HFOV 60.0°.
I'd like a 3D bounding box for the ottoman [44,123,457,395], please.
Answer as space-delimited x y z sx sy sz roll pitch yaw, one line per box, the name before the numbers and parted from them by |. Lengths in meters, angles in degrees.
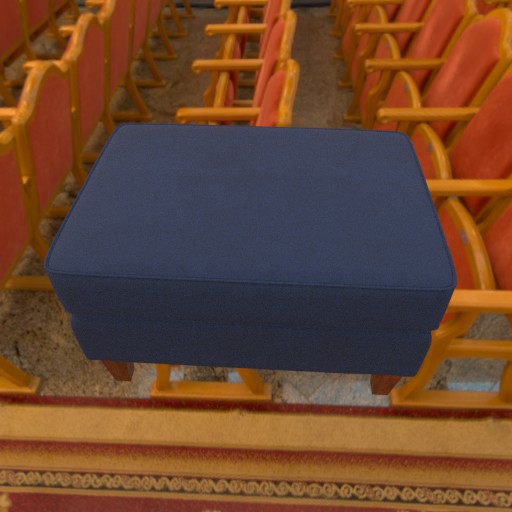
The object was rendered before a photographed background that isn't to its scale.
ottoman | 0.000 0.000 1.396 0.965 0.584 0.686 2 46 2
